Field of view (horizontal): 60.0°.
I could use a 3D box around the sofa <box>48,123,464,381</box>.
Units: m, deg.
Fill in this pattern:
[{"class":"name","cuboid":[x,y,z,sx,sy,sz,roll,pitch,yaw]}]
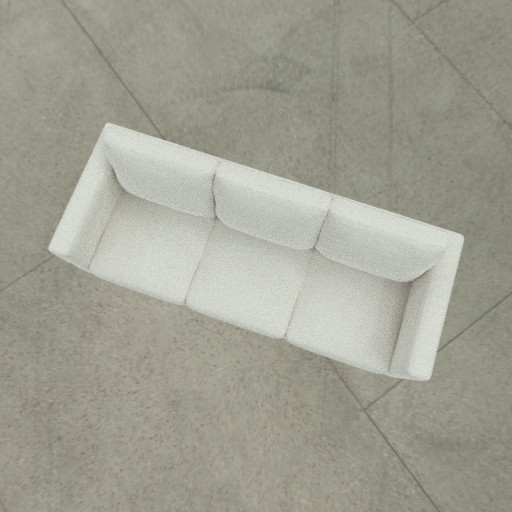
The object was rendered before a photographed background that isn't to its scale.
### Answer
[{"class":"sofa","cuboid":[0.000,0.000,2.516,2.029,0.912,0.802,18,77,4]}]
